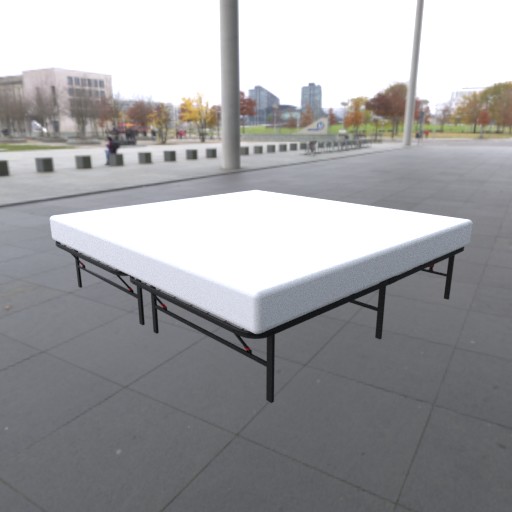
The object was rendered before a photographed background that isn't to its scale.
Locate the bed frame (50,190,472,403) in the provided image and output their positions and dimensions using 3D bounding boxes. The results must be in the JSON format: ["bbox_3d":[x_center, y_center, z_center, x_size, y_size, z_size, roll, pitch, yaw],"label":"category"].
[{"bbox_3d":[0.000,0.000,2.984,1.935,0.525,2.033,-15,22,-42],"label":"bed frame"}]
